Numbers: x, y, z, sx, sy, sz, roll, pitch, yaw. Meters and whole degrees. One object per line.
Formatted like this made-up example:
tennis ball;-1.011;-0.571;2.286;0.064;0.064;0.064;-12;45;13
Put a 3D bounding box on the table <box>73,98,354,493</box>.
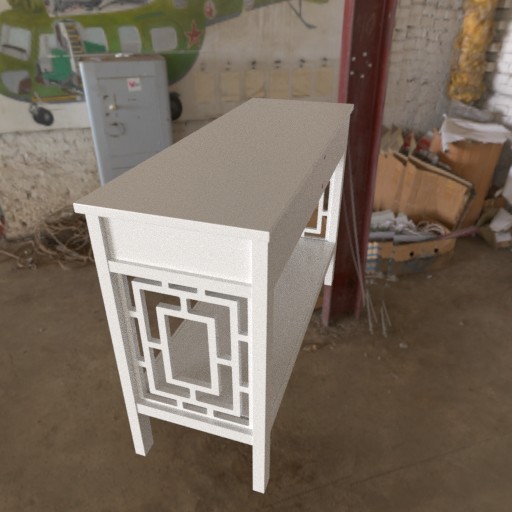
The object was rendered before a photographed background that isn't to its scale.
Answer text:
table;0.000;0.000;1.408;0.397;0.753;1.068;9;32;16
